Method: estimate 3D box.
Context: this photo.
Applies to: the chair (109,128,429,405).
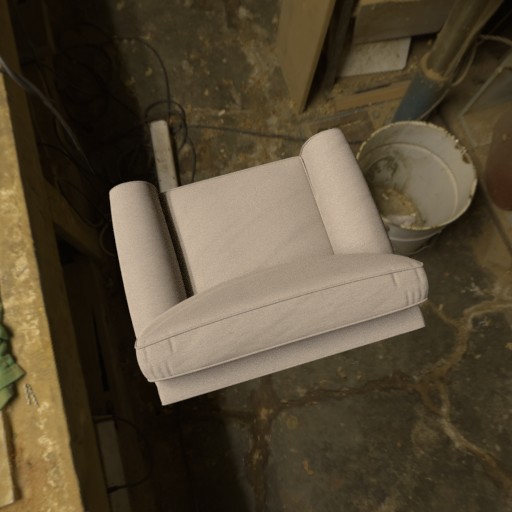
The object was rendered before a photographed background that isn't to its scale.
[{"bbox_3d":[0.000,0.000,1.931,1.135,1.017,0.988,-16,75,-4],"label":"chair"}]
